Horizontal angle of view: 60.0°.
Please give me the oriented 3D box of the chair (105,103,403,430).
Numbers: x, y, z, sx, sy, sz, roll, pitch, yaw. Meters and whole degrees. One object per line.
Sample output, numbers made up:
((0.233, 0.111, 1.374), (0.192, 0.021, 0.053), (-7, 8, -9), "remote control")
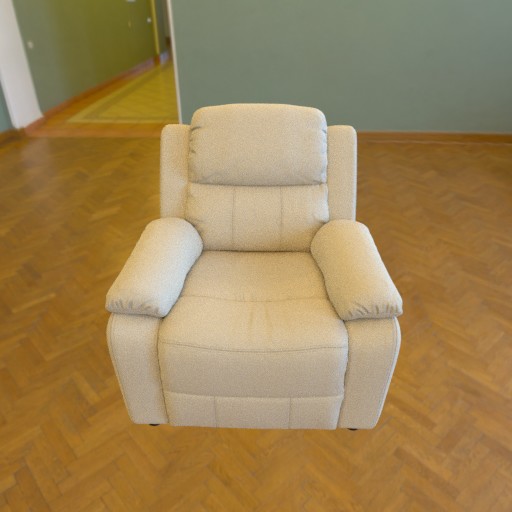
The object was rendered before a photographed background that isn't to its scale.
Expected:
((0.000, 0.000, 1.242), (0.680, 0.702, 0.709), (1, 31, 1), "chair")
